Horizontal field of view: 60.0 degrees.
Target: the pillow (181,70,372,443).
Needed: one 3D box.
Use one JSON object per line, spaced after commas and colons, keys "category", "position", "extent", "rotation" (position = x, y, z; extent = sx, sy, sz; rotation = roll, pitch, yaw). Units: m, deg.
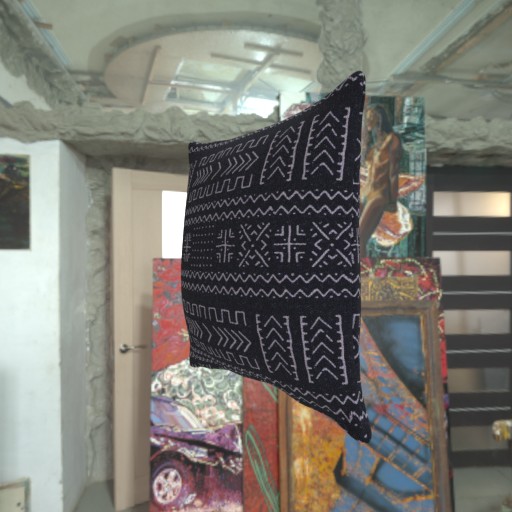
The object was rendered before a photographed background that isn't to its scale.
{"category": "pillow", "position": [0.000, 0.000, 0.672], "extent": [0.164, 0.430, 0.438], "rotation": [0, 1, -35]}
